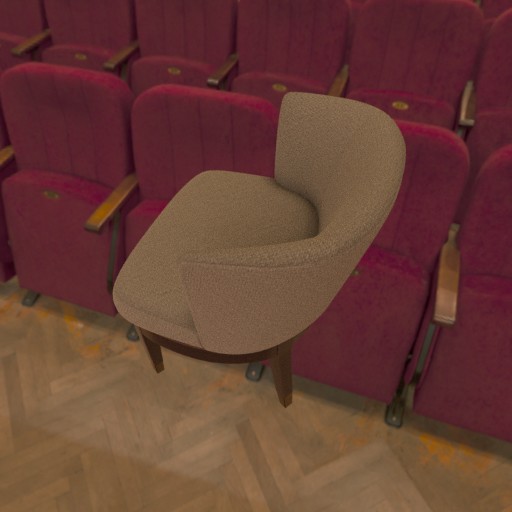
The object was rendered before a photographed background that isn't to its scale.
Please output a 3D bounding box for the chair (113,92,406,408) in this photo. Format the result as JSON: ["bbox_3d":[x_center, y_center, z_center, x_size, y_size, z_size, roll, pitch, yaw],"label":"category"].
[{"bbox_3d":[0.000,0.000,1.280,0.660,0.760,0.700,15,48,14],"label":"chair"}]
